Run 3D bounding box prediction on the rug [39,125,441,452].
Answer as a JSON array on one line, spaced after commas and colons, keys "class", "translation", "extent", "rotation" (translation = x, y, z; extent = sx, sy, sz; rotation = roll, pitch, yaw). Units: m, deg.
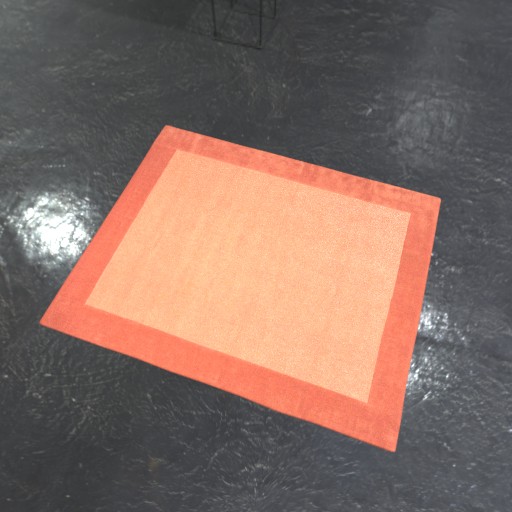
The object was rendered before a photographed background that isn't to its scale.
[{"class": "rug", "translation": [0.000, 0.000, 3.998], "extent": [2.976, 0.018, 2.430], "rotation": [17, 62, 10]}]
